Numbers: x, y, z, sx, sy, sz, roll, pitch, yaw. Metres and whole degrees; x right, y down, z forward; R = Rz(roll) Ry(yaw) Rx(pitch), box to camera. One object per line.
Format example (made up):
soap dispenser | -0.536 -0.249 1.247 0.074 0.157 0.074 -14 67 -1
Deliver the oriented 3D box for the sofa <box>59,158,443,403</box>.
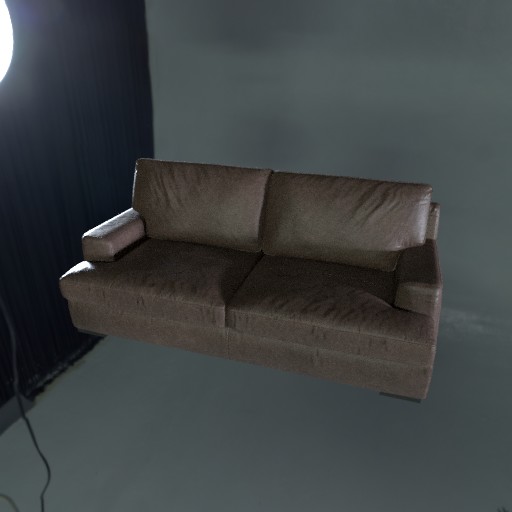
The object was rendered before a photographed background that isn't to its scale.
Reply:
sofa | 0.000 0.000 2.848 2.261 0.941 1.143 8 28 15
